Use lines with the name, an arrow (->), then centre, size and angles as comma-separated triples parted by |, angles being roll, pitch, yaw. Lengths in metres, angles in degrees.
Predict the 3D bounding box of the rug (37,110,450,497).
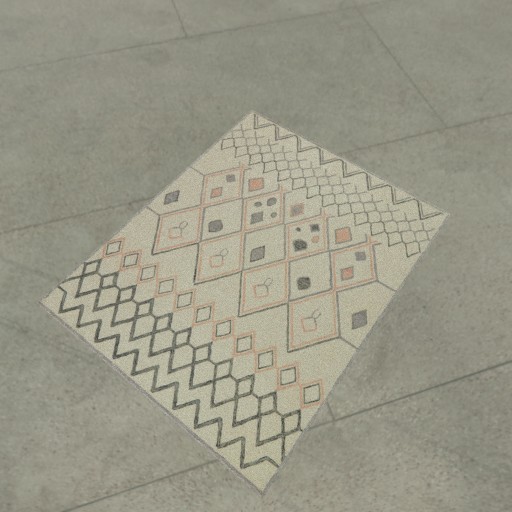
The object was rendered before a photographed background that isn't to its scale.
rug -> 0.000, 0.000, 4.068 | 2.441, 0.016, 3.050 | 33, 64, 18
